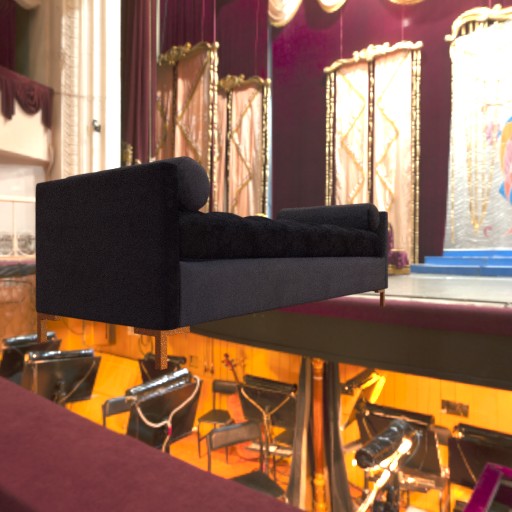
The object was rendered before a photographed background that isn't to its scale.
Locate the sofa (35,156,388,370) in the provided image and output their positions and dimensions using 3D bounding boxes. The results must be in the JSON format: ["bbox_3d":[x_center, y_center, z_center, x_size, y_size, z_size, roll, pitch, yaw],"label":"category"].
[{"bbox_3d":[0.000,0.000,2.442,0.796,0.705,2.102,0,0,35],"label":"sofa"}]
